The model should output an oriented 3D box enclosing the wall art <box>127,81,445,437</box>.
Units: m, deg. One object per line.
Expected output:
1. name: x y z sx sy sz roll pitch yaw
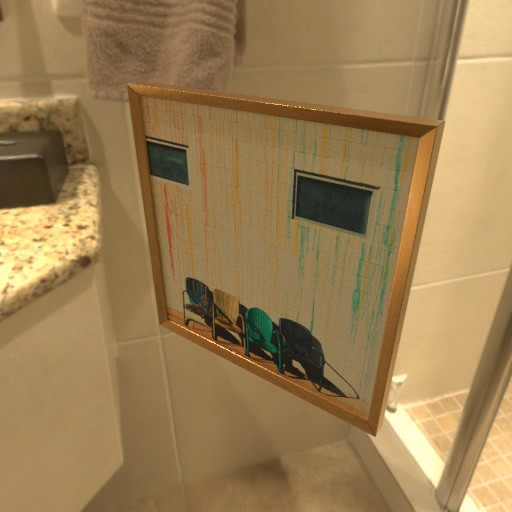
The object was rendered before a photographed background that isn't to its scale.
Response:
1. wall art: 0.000 0.000 0.445 0.302 0.302 0.019 19 35 30
